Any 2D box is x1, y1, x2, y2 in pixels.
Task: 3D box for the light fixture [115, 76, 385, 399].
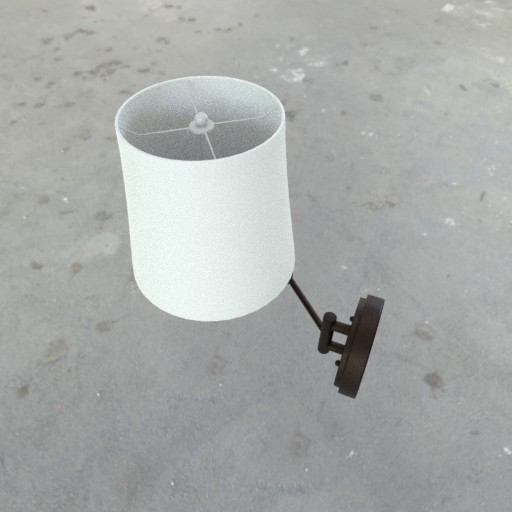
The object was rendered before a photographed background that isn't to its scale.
[{"bbox_3d":[0.000,0.000,0.263,0.157,0.172,0.100,17,49,15],"label":"light fixture"}]
